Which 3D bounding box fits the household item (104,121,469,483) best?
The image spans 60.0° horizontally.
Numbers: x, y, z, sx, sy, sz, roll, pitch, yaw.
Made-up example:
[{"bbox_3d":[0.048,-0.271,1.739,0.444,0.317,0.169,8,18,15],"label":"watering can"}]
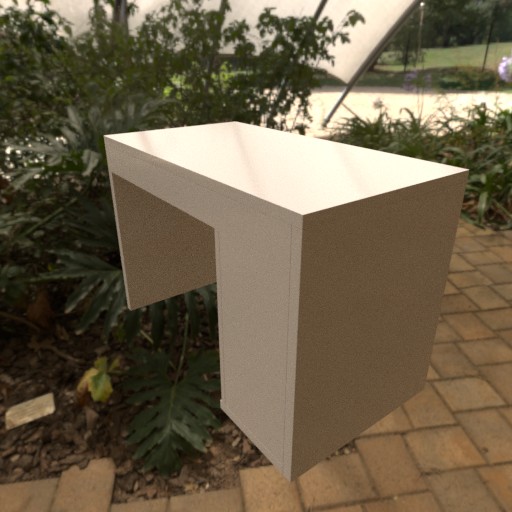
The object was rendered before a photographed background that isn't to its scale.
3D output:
[{"bbox_3d":[0.000,0.000,1.574,0.597,0.749,1.100,-18,30,-33],"label":"household item"}]
